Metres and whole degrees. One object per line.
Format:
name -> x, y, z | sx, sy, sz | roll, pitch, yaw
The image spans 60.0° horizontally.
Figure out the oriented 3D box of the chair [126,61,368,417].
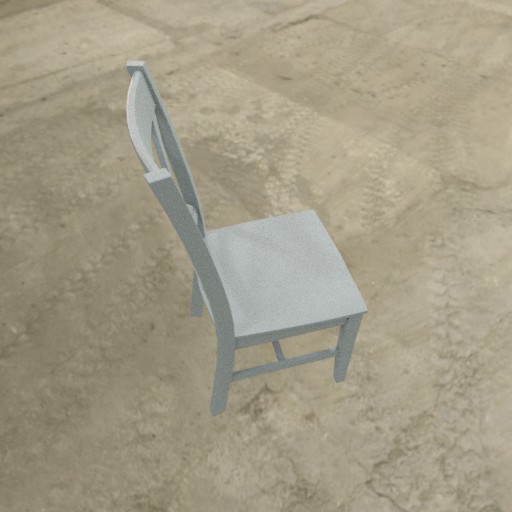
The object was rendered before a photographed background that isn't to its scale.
chair -> 0.000, 0.000, 1.286 | 0.542, 0.983, 0.485 | -11, 48, -10
